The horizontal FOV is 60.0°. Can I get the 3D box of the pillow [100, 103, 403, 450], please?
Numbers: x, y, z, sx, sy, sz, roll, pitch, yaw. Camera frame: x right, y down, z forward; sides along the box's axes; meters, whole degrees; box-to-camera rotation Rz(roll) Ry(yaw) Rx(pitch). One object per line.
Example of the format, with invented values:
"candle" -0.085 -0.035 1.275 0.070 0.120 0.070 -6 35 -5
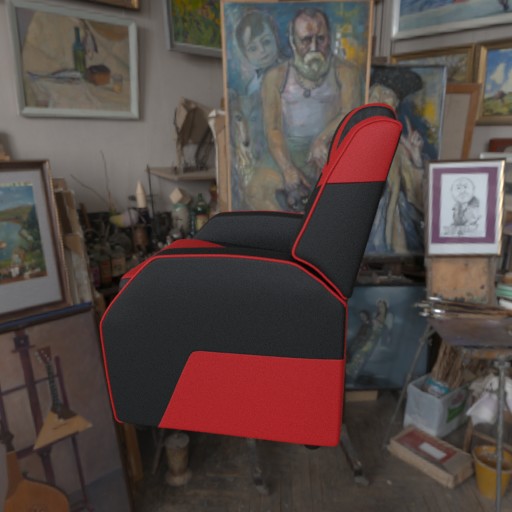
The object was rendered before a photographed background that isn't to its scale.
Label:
"pillow" 0.000 0.000 1.266 0.672 0.805 0.620 3 15 9
